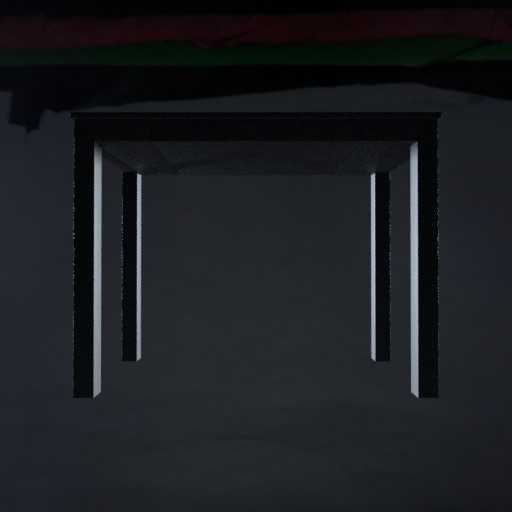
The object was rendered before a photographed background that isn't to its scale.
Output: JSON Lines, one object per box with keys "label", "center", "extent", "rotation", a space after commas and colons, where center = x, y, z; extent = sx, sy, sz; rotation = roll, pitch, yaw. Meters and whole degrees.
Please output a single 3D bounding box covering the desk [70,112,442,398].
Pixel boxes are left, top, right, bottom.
{"label": "desk", "center": [0.000, 0.000, 1.426], "extent": [0.991, 0.762, 0.499], "rotation": [0, 0, 0]}
